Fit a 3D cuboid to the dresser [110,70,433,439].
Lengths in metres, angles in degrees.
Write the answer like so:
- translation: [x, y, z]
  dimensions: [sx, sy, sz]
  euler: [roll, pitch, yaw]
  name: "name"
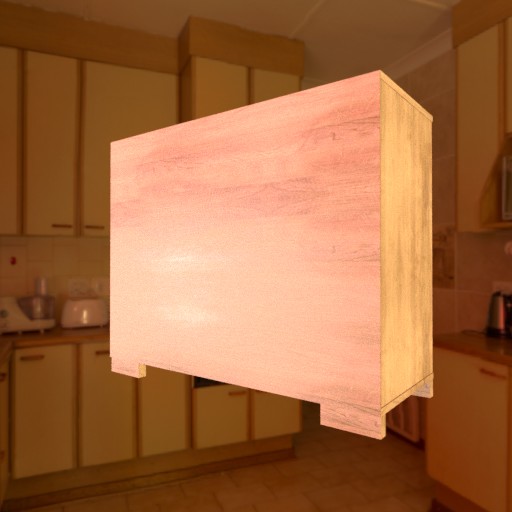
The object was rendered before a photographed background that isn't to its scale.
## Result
- translation: [0.000, 0.000, 1.435]
  dimensions: [0.994, 0.816, 0.404]
  euler: [0, -1, 37]
  name: "dresser"
